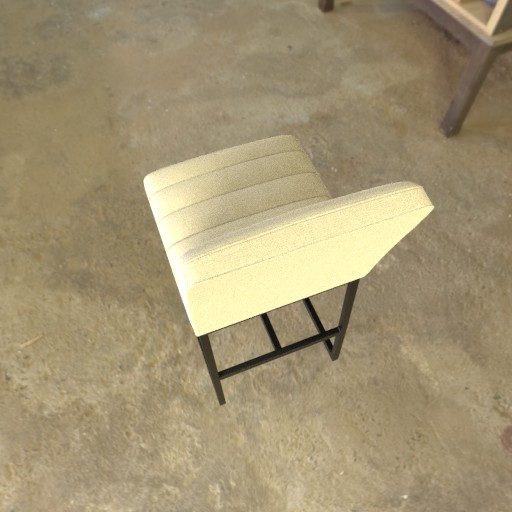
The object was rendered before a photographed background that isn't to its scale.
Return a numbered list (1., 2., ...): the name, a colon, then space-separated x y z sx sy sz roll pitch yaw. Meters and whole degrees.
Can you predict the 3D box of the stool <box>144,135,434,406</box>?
1. stool: 0.000 0.000 1.232 0.460 0.940 0.560 -18 60 -11
